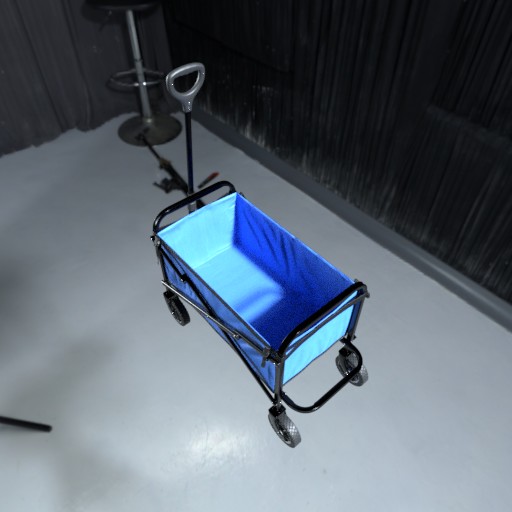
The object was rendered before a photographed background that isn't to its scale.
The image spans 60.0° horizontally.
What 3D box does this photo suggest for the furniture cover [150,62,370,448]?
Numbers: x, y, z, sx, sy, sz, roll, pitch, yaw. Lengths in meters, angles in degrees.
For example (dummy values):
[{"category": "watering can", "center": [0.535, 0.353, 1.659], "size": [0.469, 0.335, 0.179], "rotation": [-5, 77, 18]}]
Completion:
[{"category": "furniture cover", "center": [0.000, 0.000, 1.787], "size": [0.532, 1.295, 1.038], "rotation": [-32, 54, -26]}]
